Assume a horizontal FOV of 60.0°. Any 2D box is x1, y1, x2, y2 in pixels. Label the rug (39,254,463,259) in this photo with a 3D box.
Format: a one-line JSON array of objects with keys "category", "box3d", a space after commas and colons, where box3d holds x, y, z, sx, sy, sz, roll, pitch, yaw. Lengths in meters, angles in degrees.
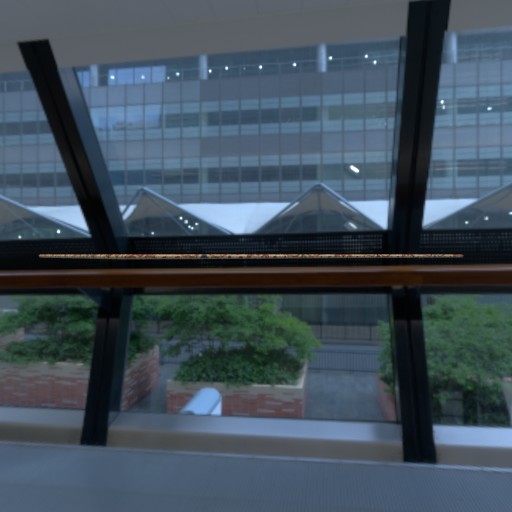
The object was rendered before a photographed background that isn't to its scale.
[{"category": "rug", "box3d": [0.000, 0.000, 2.301, 1.838, 0.013, 1.226, 0, 0, -36]}]
